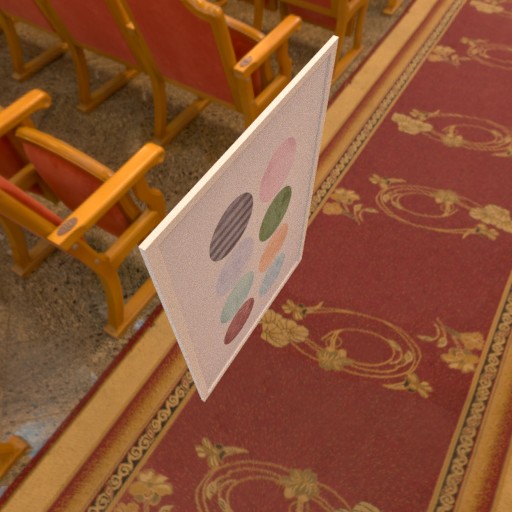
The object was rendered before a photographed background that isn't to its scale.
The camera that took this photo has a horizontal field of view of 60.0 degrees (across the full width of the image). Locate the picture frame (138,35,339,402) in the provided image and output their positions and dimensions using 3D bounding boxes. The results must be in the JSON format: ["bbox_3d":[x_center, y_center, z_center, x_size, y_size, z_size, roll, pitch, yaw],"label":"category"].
[{"bbox_3d":[0.000,0.000,1.228,0.013,0.940,0.659,28,62,16],"label":"picture frame"}]
